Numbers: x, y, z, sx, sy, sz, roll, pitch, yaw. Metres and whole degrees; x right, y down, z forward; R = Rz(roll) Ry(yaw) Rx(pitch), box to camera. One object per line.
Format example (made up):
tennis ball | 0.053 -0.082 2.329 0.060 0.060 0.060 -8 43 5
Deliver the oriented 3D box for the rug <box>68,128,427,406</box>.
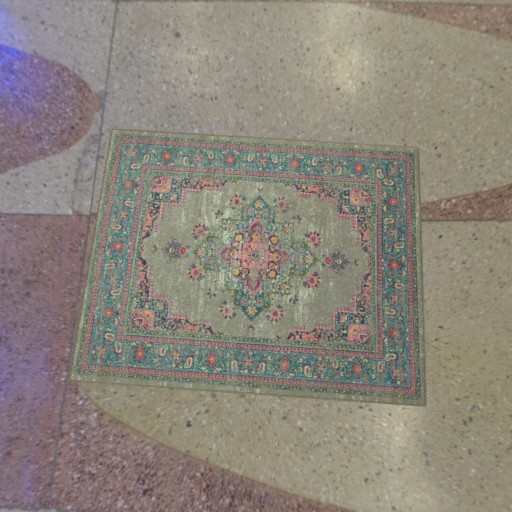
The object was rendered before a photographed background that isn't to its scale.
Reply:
rug | 0.000 0.000 4.080 3.057 0.013 2.434 4 75 1
